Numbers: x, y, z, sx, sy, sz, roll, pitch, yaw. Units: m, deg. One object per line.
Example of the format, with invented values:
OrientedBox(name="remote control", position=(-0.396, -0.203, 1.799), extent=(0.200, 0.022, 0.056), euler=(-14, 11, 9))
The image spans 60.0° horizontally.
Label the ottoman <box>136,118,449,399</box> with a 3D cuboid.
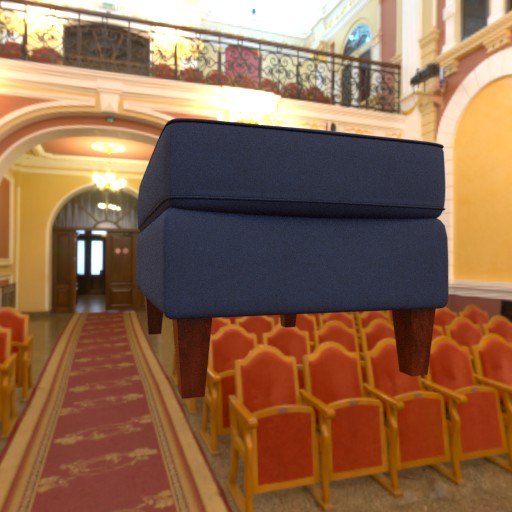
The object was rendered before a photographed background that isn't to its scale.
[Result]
OrientedBox(name="ottoman", position=(0.000, 0.000, 1.395), extent=(0.686, 0.584, 0.965), euler=(0, -1, -18))
